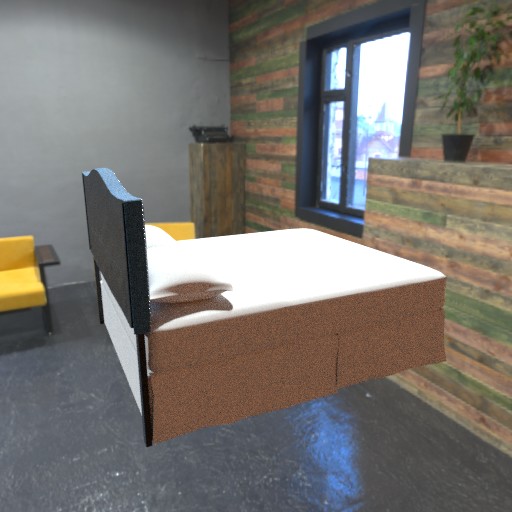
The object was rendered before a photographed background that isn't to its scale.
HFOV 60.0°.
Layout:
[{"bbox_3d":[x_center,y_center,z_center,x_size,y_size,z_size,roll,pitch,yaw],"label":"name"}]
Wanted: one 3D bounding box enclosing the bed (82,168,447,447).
[{"bbox_3d":[0.000,0.000,2.866,1.872,1.169,1.610,-7,17,-25],"label":"bed"}]
